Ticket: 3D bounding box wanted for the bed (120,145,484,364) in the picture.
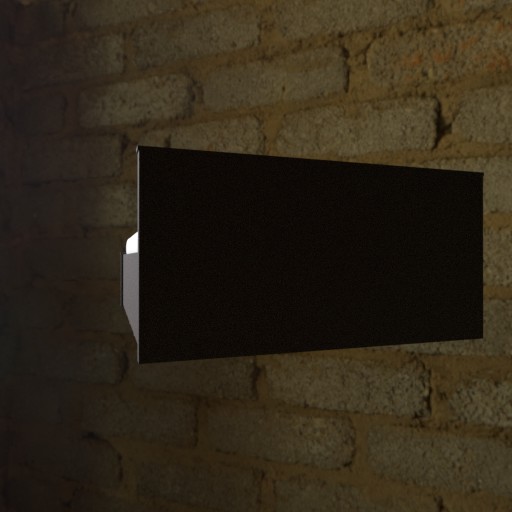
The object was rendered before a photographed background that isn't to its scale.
[{"bbox_3d":[0.000,0.000,2.891,1.634,0.808,2.103,0,0,-19],"label":"bed"}]
